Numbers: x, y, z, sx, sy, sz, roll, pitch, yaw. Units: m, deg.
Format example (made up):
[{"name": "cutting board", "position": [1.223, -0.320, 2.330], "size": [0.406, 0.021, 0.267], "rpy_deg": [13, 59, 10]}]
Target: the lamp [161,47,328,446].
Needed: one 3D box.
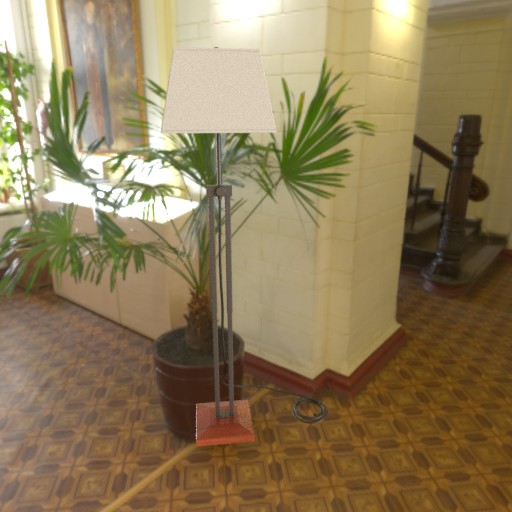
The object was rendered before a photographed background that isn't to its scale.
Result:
[{"name": "lamp", "position": [0.000, 0.000, 2.013], "size": [0.745, 1.712, 0.472], "rpy_deg": [-2, 18, -6]}]
